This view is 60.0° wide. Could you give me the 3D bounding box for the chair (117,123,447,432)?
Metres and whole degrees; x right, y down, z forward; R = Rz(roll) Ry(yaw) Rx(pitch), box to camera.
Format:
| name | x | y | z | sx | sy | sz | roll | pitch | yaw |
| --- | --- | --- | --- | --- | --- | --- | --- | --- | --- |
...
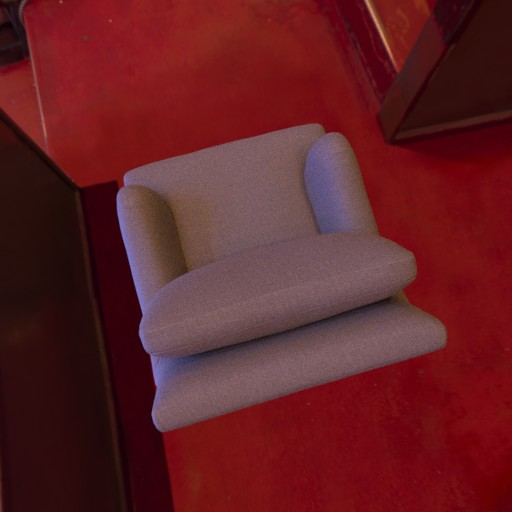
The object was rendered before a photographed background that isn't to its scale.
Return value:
| name | x | y | z | sx | sy | sz | roll | pitch | yaw |
| --- | --- | --- | --- | --- | --- | --- | --- | --- | --- |
| chair | 0.000 | 0.000 | 1.822 | 0.955 | 1.038 | 1.070 | -15 | 75 | -4 |
